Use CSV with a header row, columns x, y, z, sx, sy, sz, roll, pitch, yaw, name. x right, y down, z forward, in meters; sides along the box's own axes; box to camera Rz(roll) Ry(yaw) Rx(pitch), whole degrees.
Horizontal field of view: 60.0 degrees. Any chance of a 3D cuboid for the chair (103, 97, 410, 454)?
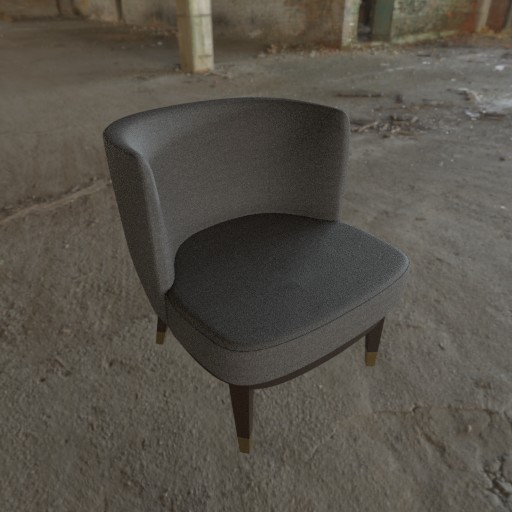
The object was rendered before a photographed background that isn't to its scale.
x,y,z,sx,sy,sz,roll,pitch,yaw,name
0.000,0.000,1.220,0.639,0.695,0.698,-22,38,-32,chair
